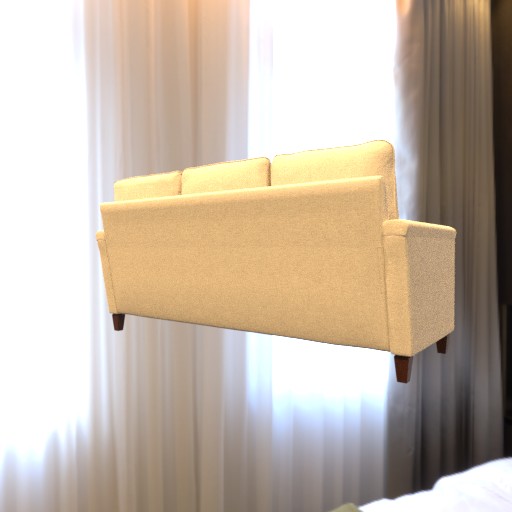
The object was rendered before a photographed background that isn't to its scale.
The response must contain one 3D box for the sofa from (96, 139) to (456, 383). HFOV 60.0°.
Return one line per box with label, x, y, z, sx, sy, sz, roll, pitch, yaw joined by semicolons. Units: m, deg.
sofa;0.000;0.000;2.473;1.925;0.961;0.828;1;1;37
